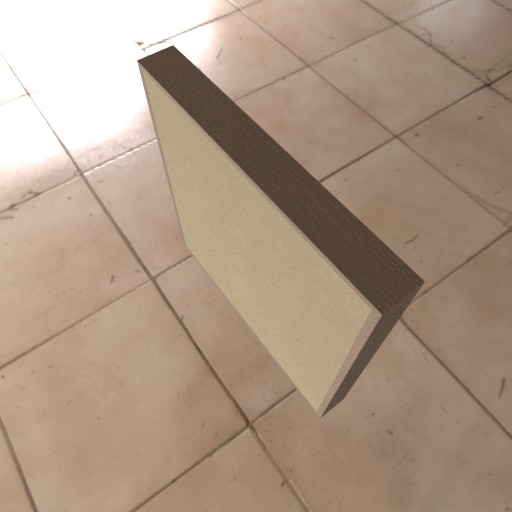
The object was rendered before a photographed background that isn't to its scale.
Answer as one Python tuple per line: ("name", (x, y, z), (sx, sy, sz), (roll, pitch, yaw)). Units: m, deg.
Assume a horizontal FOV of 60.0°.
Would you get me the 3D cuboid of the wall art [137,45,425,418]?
("wall art", (0.000, 0.000, 0.465), (0.038, 0.303, 0.304), (-32, 64, -18))
